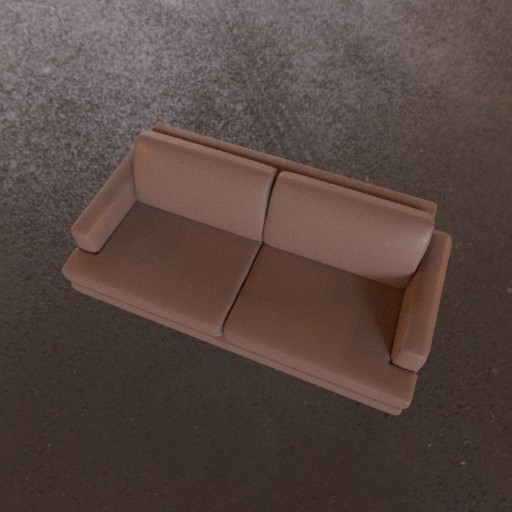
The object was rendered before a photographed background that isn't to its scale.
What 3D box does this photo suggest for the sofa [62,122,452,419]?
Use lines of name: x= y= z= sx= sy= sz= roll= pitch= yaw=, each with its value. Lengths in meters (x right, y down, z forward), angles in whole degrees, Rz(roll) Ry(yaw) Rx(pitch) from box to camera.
sofa: x=0.000 y=0.000 z=2.450 sx=1.940 sy=0.765 sz=0.974 roll=19 pitch=60 yaw=12
